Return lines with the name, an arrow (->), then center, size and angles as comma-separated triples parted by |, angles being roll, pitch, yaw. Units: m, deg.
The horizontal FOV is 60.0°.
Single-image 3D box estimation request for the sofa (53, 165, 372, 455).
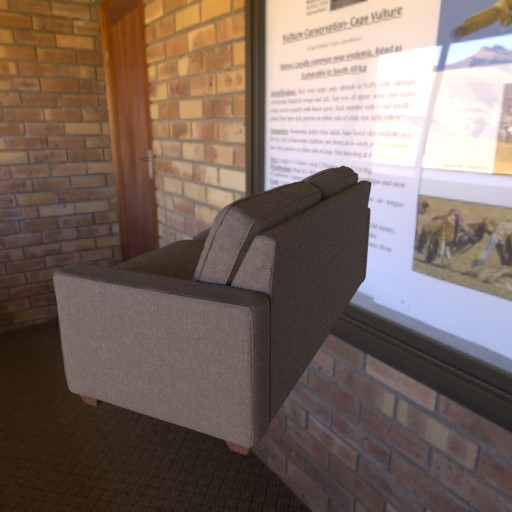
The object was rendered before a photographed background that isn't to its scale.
sofa -> 0.000, 0.000, 2.537 | 0.940, 0.919, 2.080 | 7, 18, 23
